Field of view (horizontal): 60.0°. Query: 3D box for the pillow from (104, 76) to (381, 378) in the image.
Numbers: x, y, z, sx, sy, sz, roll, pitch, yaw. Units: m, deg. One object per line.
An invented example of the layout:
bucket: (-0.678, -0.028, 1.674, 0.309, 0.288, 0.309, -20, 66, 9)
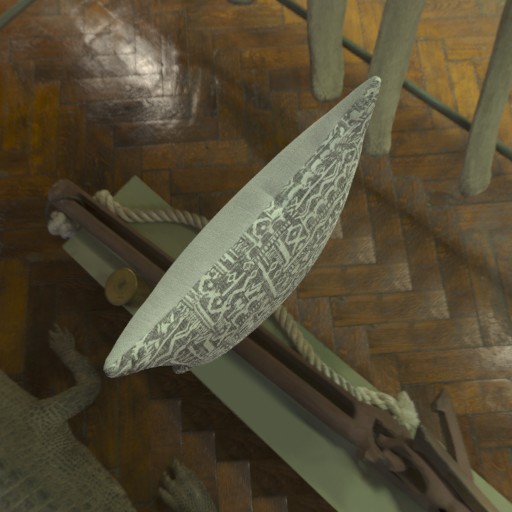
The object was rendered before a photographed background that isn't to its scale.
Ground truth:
pillow: (0.000, 0.000, 0.802, 0.180, 0.487, 0.546, 40, 79, 9)
